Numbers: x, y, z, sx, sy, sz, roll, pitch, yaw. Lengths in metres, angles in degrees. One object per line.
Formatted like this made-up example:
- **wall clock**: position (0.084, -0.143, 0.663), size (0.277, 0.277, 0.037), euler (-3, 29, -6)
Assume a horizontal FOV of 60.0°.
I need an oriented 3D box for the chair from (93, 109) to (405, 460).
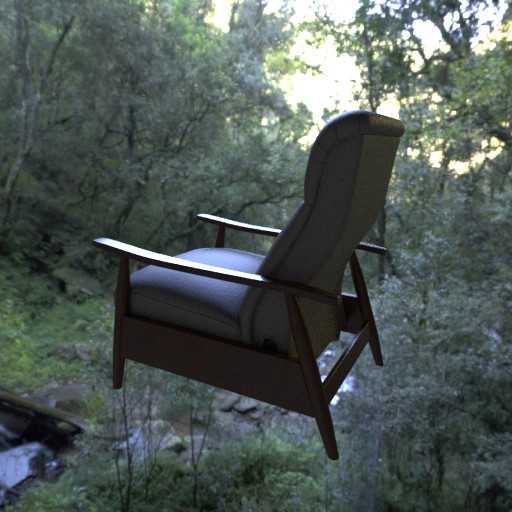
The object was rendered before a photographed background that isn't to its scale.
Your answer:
- **chair**: position (0.000, 0.000, 1.815), size (1.032, 1.082, 0.762), euler (7, 16, 26)
